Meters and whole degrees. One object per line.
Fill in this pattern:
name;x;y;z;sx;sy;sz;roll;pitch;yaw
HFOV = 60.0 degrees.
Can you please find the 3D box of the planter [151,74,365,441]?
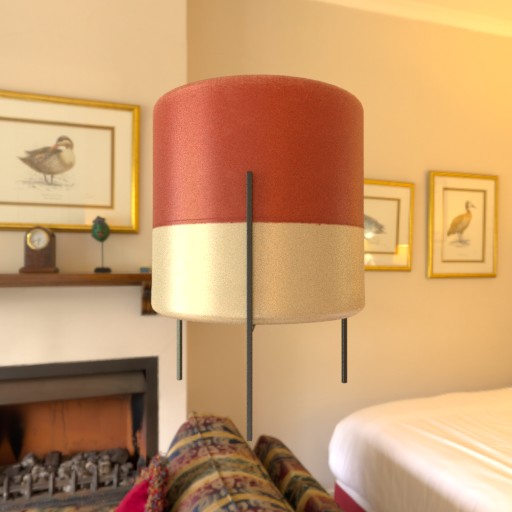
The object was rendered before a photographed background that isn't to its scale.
planter;0.000;0.000;0.739;0.354;0.465;0.345;0;0;34
